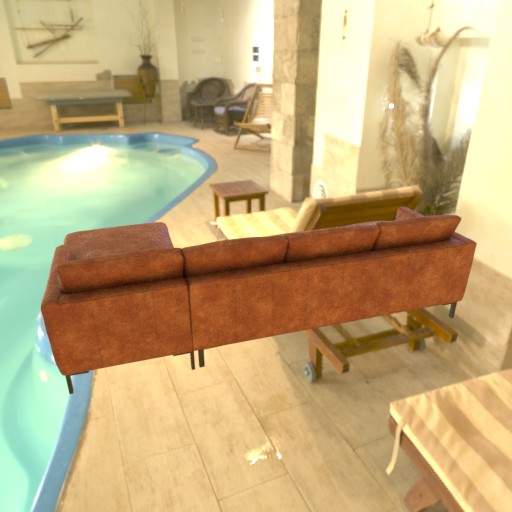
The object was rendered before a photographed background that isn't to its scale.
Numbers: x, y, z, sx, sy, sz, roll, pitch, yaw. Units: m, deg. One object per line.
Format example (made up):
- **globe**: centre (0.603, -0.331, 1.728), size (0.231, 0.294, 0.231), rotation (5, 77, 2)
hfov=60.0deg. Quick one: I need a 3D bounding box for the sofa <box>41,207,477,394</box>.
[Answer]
- **sofa**: centre (0.000, 0.000, 3.583), size (2.993, 0.859, 1.471), rotation (-8, 26, -16)
